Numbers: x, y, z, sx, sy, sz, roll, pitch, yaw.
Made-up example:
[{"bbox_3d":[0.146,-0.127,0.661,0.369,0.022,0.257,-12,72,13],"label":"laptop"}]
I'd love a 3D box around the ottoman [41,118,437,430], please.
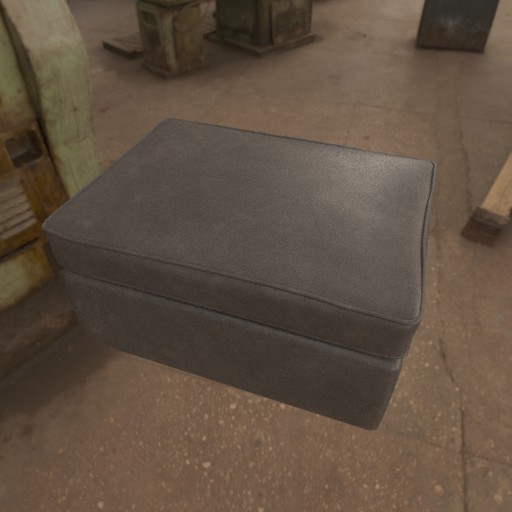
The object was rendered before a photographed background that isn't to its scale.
[{"bbox_3d":[0.000,0.000,1.102,0.756,0.445,0.554,13,44,15],"label":"ottoman"}]
